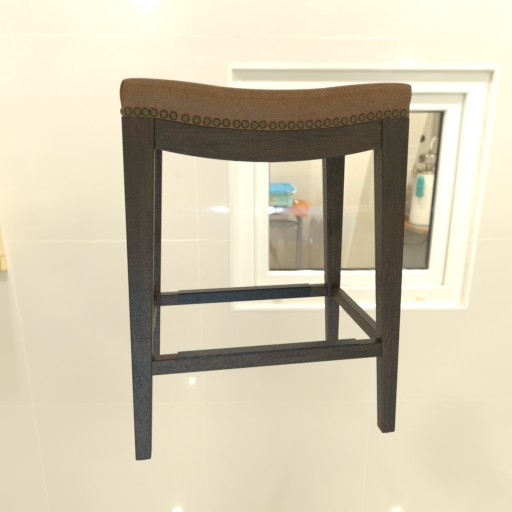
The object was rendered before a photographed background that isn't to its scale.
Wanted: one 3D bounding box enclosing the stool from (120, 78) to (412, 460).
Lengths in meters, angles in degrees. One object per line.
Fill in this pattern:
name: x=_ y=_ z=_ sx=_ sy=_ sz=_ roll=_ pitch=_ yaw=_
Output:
stool: x=0.000 y=0.000 z=0.926 sx=0.500 sy=0.660 sz=0.361 roll=-2 pitch=16 yaw=-9
